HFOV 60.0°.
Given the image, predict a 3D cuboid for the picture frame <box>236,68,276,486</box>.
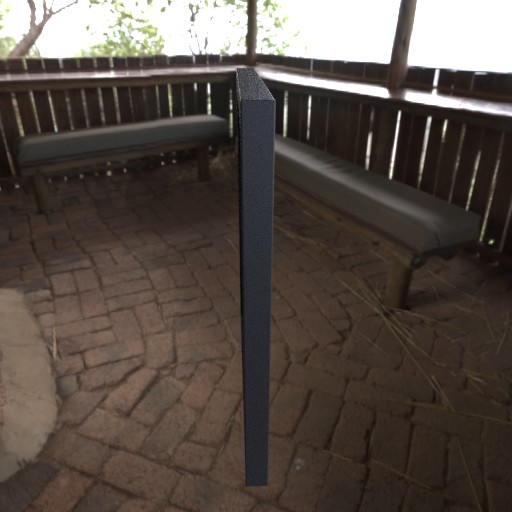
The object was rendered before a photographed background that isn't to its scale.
[{"bbox_3d":[0.000,0.000,0.513,0.036,0.383,0.307,-1,27,-3],"label":"picture frame"}]
